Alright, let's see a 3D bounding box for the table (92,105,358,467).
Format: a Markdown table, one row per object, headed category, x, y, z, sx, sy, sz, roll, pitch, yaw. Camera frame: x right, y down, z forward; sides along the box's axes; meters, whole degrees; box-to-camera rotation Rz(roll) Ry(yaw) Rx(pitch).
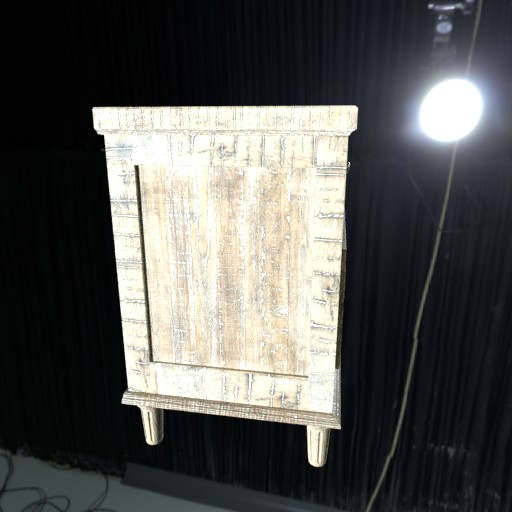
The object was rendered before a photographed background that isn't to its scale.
| category | x | y | z | sx | sy | sz | roll | pitch | yaw |
| --- | --- | --- | --- | --- | --- | --- | --- | --- | --- |
| table | 0.000 | 0.000 | 1.147 | 0.457 | 0.711 | 0.686 | 3 | 17 | 10 |
